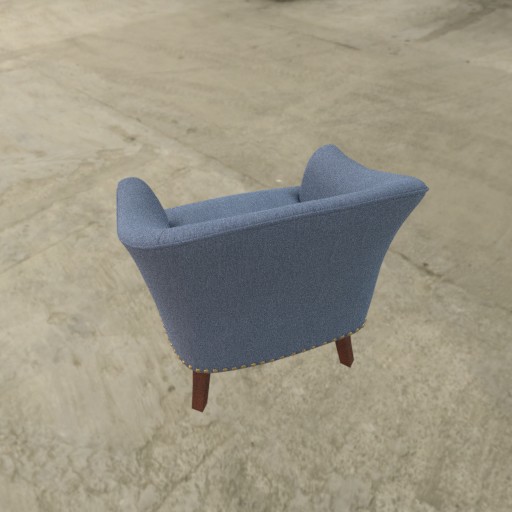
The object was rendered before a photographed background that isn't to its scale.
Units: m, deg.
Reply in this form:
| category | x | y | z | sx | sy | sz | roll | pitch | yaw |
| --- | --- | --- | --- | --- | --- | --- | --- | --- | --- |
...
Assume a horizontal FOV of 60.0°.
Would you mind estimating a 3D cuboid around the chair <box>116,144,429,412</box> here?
| category | x | y | z | sx | sy | sz | roll | pitch | yaw |
| --- | --- | --- | --- | --- | --- | --- | --- | --- | --- |
| chair | 0.000 | 0.000 | 1.403 | 0.772 | 0.815 | 0.704 | -12 | 43 | -14 |
